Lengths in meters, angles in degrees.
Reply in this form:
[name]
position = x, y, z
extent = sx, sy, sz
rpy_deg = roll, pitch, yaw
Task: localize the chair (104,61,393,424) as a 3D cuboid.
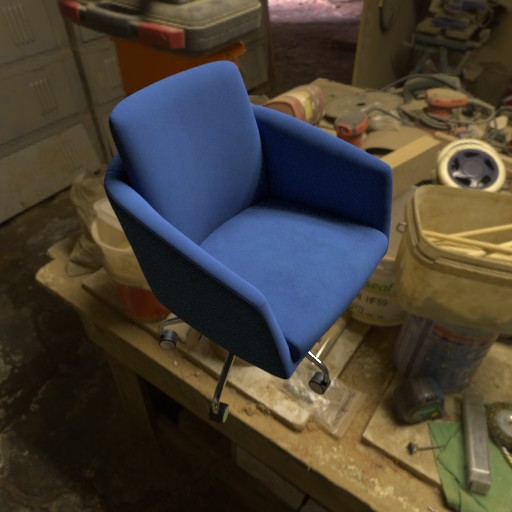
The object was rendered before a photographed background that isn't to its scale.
[chair]
position = 0.000, 0.000, 1.296
extent = 0.635, 0.908, 0.641
rpy_deg = 26, 48, 26
